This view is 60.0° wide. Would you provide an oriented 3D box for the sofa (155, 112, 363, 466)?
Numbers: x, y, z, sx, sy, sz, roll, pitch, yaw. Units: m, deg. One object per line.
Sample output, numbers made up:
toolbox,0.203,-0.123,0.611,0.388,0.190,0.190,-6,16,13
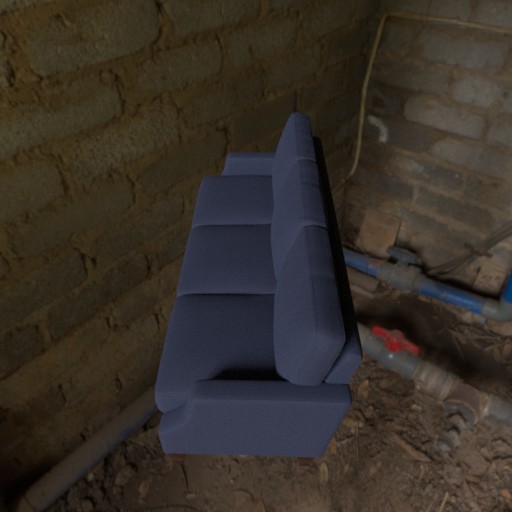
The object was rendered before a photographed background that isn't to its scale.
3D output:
sofa,0.000,0.000,2.653,0.888,0.984,2.115,1,41,1
